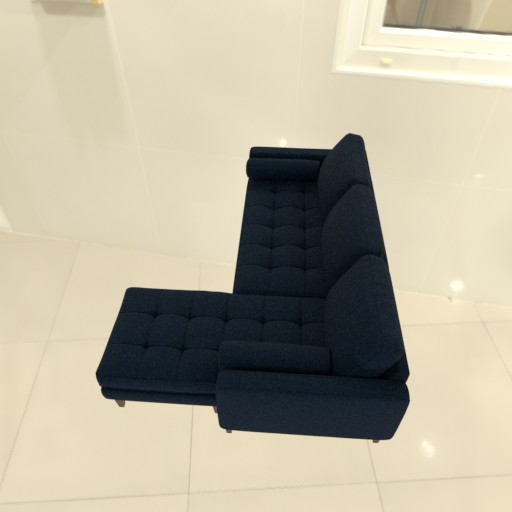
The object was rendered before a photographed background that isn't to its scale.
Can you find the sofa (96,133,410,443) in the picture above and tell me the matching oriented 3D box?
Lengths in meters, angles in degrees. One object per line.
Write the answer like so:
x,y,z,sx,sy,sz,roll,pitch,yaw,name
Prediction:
0.000,0.000,2.979,1.613,0.841,2.185,3,45,3,sofa
